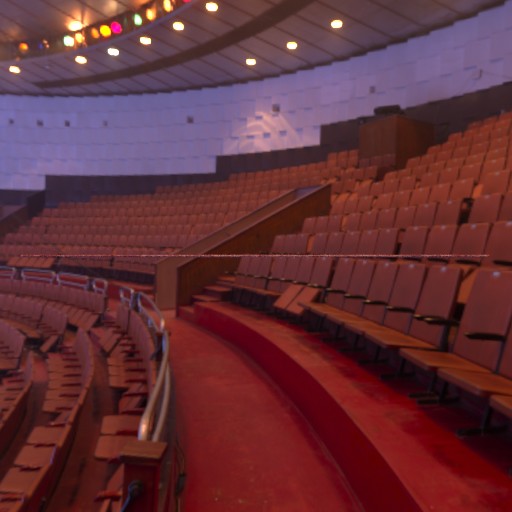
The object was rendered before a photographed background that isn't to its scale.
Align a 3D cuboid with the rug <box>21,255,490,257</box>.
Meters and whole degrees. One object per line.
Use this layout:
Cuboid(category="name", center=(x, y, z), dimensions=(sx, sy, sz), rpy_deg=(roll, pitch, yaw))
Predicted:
Cuboid(category="rug", center=(0.000, 0.000, 2.667), dimensions=(2.435, 0.011, 0.750), rpy_deg=(0, 0, -1))
